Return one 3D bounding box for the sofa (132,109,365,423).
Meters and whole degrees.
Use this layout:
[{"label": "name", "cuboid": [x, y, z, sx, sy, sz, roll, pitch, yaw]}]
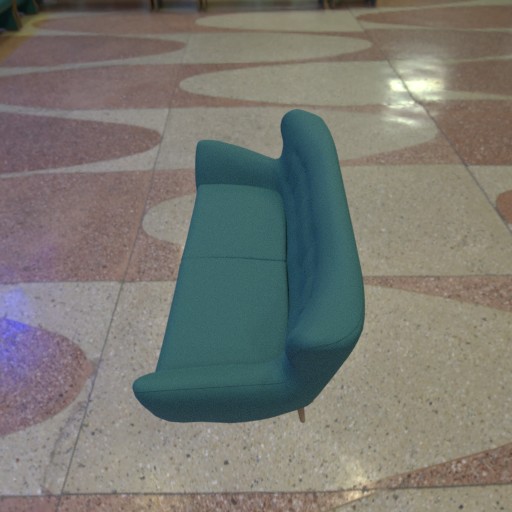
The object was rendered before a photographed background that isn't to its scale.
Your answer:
[{"label": "sofa", "cuboid": [0.000, 0.000, 2.420, 0.889, 0.890, 1.930, 1, 42, 1]}]
